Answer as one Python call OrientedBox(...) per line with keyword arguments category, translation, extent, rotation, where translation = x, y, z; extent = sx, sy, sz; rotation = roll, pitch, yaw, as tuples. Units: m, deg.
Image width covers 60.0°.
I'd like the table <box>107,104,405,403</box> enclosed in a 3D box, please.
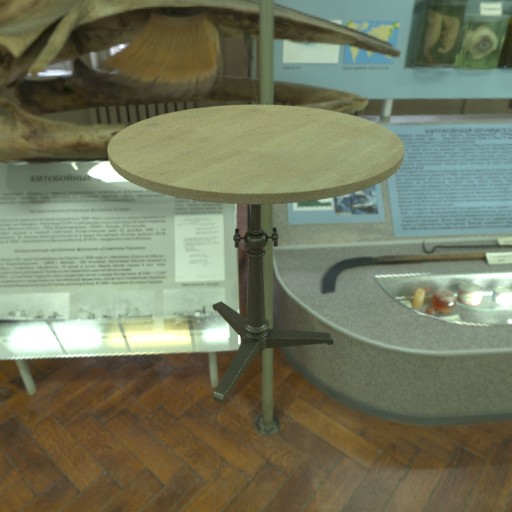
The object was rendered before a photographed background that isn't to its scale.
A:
OrientedBox(category="table", translation=(0.000, 0.000, 1.442), extent=(0.800, 0.780, 0.800), rotation=(0, 31, 0))
